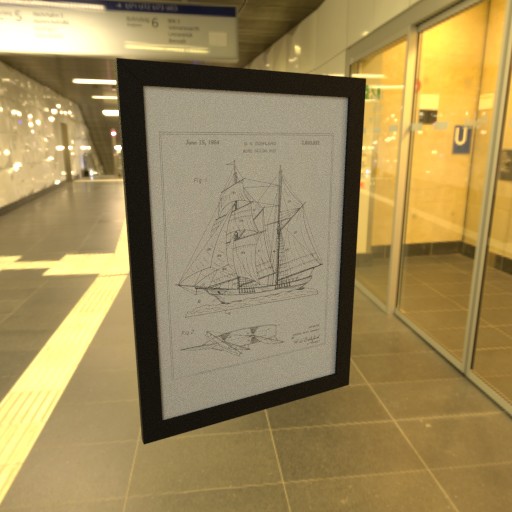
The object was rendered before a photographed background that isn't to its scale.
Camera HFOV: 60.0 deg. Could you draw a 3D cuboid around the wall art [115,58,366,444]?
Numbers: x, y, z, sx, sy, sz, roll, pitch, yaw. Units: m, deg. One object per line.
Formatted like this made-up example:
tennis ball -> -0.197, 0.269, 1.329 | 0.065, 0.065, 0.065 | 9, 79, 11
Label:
wall art -> 0.000, 0.000, 0.587 | 0.326, 0.459, 0.011 | -7, 16, -26
